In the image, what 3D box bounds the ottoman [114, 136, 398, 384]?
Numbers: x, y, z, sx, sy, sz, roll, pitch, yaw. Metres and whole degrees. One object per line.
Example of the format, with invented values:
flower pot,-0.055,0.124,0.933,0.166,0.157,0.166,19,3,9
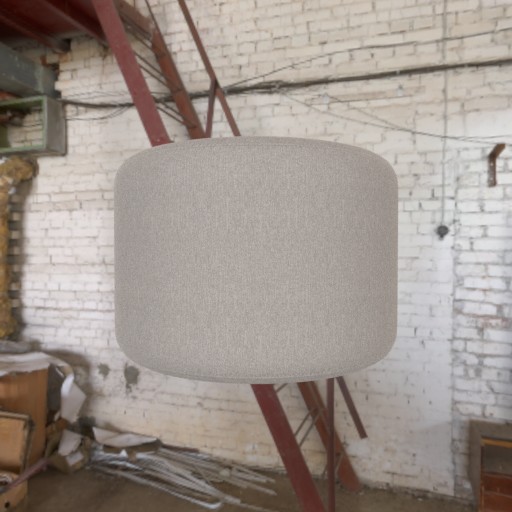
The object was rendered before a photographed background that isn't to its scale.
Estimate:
ottoman,0.000,0.000,0.997,0.608,0.433,0.608,0,1,0
